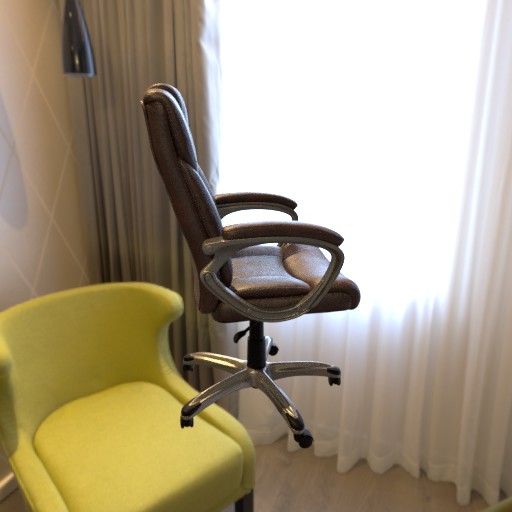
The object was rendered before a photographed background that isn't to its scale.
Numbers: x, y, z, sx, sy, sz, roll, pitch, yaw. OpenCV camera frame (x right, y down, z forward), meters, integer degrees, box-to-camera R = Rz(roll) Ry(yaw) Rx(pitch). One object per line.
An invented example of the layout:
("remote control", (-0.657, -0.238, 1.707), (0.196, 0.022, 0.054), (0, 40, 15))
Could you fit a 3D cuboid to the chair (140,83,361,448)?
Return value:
("chair", (0.000, 0.000, 1.576), (0.692, 1.128, 0.656), (-2, 17, -8))
